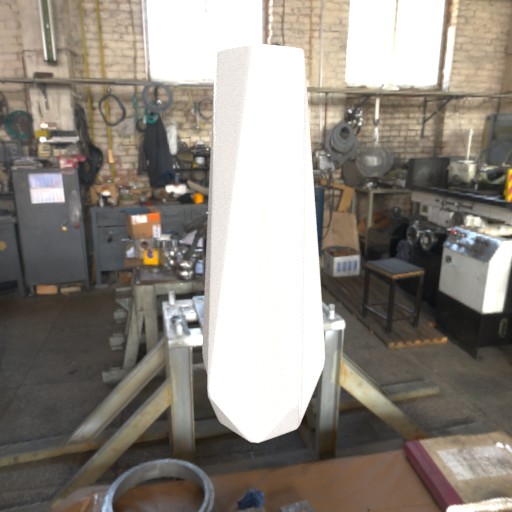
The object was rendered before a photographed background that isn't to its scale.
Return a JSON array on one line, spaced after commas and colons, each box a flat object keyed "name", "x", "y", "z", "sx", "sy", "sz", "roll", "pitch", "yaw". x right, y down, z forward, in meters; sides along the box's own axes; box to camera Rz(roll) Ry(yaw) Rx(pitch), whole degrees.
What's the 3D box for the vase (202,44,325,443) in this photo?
[{"name": "vase", "x": 0.000, "y": 0.000, "z": 0.387, "sx": 0.122, "sy": 0.329, "sz": 0.116, "roll": 14, "pitch": 20, "yaw": 42}]
